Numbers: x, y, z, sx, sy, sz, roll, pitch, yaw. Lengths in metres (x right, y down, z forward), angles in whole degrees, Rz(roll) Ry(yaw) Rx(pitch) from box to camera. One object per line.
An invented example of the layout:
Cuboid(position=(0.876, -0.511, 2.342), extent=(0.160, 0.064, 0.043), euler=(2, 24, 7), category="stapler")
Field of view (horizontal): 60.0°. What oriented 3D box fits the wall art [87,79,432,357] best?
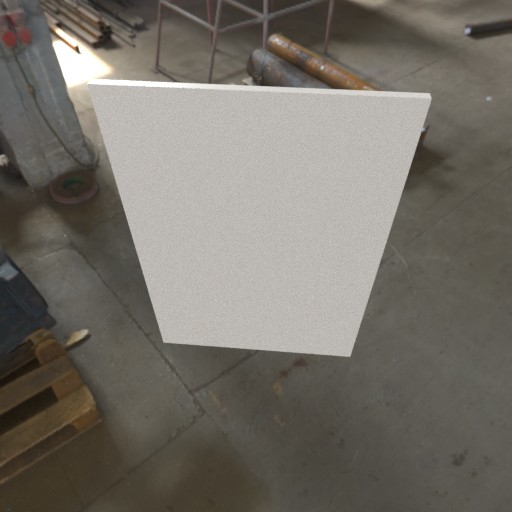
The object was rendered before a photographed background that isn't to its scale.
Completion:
Cuboid(position=(0.000, 0.000, 0.596), extent=(0.325, 0.474, 0.010), euler=(4, 48, 3), category="wall art")
